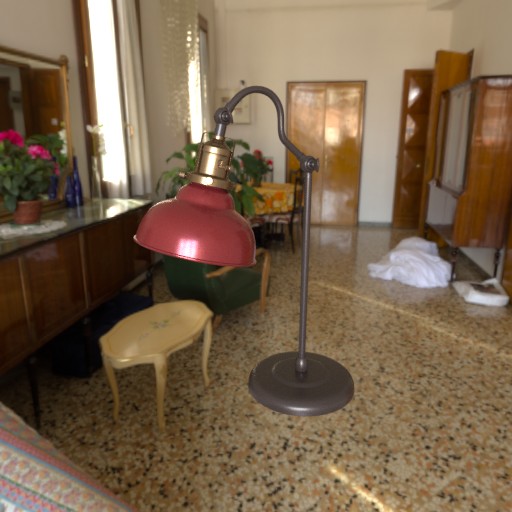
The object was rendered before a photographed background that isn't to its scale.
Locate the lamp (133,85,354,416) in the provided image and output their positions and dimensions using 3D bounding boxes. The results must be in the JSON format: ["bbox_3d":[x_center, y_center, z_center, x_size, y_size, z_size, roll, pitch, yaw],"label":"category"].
[{"bbox_3d":[0.000,0.000,0.704,0.374,0.508,0.192,-7,17,-25],"label":"lamp"}]
